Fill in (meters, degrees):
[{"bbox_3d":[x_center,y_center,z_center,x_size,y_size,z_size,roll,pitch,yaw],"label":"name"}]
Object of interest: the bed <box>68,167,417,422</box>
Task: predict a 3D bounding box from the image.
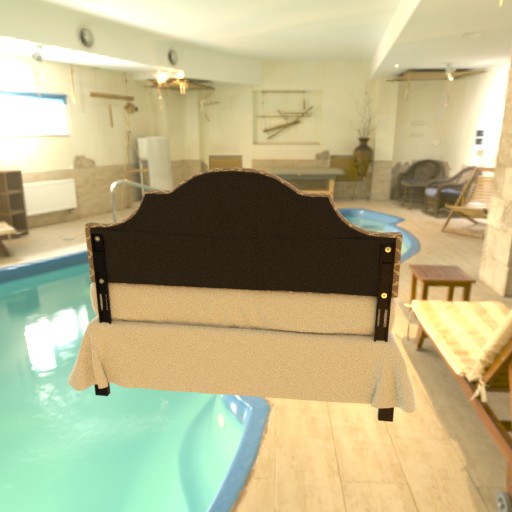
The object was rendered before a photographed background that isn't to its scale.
[{"bbox_3d":[0.000,0.000,3.720,2.314,1.601,2.222,2,16,8],"label":"bed"}]
